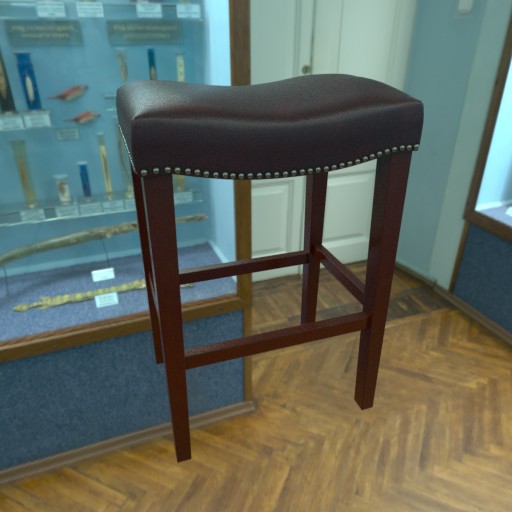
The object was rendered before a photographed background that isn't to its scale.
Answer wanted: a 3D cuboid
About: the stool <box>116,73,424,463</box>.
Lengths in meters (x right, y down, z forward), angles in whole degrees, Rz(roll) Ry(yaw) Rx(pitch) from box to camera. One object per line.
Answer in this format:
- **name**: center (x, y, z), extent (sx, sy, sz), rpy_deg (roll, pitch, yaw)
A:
- **stool**: center (0.000, 0.000, 0.997), extent (0.504, 0.742, 0.372), rpy_deg (-9, 29, -17)
